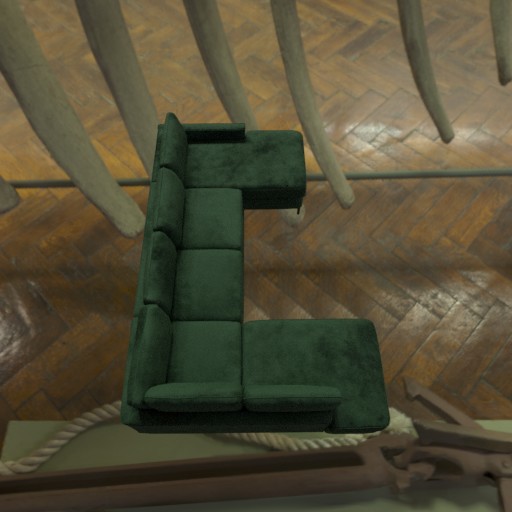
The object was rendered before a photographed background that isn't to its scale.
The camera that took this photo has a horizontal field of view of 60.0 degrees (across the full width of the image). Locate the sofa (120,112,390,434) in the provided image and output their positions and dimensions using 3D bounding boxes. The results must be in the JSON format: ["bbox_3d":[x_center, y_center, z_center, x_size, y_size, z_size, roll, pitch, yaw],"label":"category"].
[{"bbox_3d":[0.000,0.000,4.025,1.992,0.861,2.994,-1,61,0],"label":"sofa"}]
